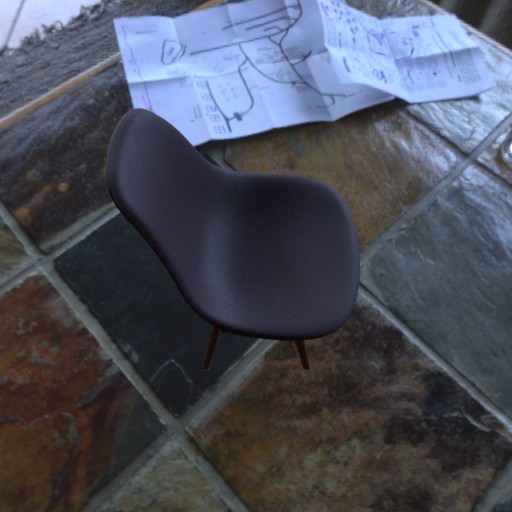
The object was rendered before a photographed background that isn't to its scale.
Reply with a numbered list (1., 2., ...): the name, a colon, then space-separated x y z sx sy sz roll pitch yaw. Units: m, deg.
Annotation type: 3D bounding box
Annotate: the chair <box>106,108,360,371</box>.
1. chair: 0.000 0.000 1.161 0.533 0.826 0.470 2 63 1
